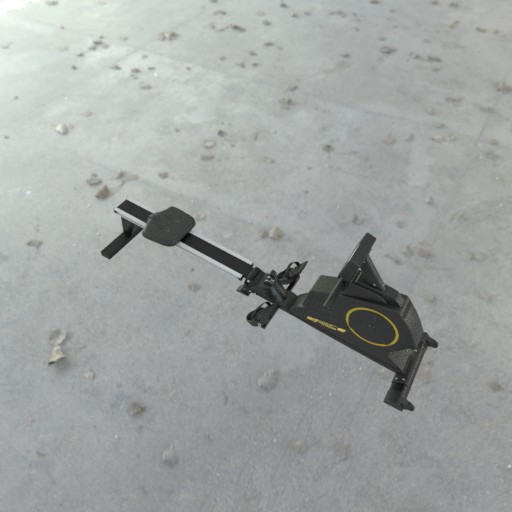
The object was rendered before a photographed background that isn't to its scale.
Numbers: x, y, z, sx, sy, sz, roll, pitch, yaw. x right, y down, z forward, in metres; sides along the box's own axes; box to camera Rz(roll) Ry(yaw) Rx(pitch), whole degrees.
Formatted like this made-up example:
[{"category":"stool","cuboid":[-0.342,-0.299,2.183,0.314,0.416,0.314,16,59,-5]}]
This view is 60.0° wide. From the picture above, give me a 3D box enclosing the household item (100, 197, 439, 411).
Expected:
[{"category":"household item","cuboid":[0.000,0.000,2.619,2.251,0.810,0.521,24,52,20]}]
